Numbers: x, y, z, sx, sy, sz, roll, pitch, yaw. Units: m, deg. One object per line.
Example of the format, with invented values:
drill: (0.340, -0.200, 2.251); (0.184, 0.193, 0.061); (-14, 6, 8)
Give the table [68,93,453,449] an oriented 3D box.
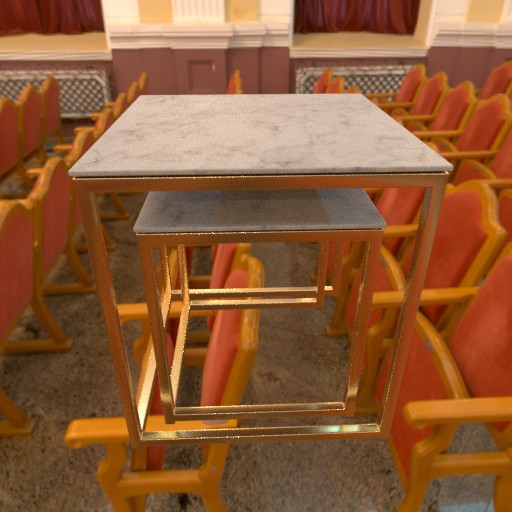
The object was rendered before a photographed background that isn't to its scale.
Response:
table: (0.000, 0.000, 0.835); (0.450, 0.500, 0.450); (-1, 30, -2)
